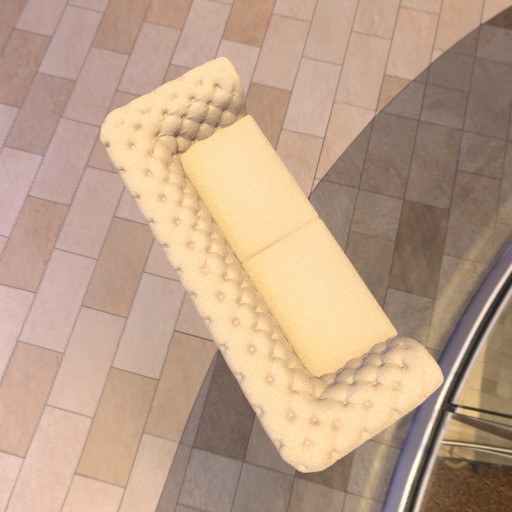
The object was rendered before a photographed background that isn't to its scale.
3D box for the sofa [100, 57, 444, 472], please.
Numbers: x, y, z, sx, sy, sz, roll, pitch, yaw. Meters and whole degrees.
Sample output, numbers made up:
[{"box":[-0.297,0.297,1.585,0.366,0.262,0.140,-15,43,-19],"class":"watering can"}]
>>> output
[{"box":[0.000,0.000,3.134,1.076,0.847,2.694,-30,78,-7],"class":"sofa"}]
